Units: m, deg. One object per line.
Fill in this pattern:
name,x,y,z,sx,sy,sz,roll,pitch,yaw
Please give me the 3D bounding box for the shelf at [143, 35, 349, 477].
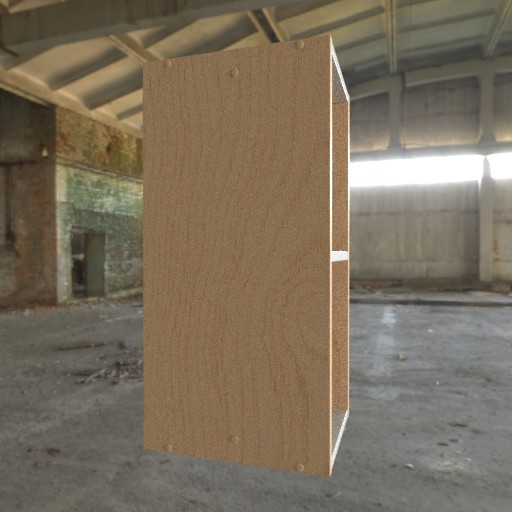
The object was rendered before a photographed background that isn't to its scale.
shelf,0.000,0.000,0.762,0.290,0.600,0.250,0,0,18
